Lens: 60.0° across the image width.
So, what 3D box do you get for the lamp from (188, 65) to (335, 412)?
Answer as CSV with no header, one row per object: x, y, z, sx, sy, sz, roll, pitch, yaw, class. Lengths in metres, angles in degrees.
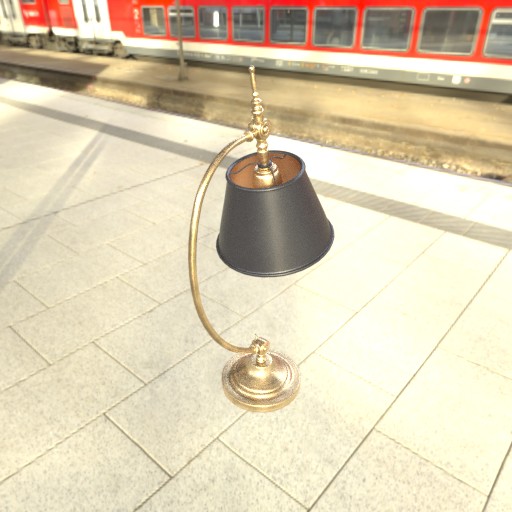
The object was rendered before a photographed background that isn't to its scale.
0.000,0.000,0.846,0.235,0.675,0.344,22,37,33,lamp
